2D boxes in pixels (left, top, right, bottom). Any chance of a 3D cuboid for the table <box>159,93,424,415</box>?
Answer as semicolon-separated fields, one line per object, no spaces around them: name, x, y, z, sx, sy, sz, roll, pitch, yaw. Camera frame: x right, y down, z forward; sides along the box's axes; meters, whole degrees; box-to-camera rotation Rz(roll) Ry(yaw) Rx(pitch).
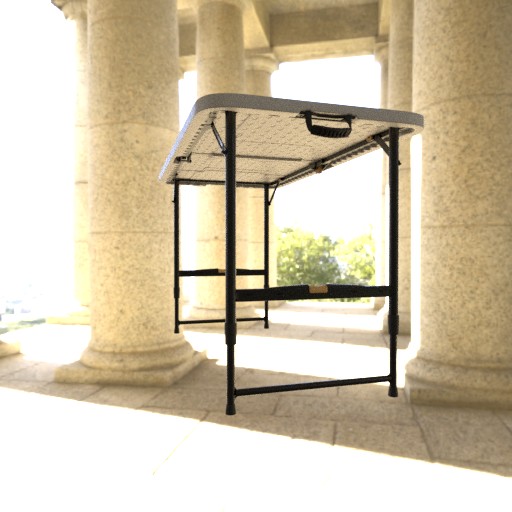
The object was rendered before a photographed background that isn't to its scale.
table;0.000;0.000;1.617;0.611;0.737;1.245;0;1;-17
